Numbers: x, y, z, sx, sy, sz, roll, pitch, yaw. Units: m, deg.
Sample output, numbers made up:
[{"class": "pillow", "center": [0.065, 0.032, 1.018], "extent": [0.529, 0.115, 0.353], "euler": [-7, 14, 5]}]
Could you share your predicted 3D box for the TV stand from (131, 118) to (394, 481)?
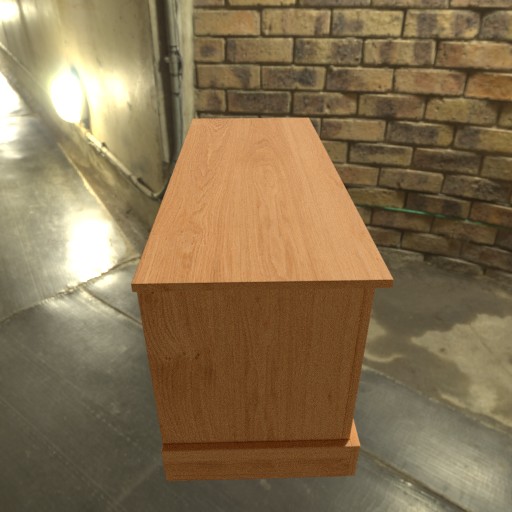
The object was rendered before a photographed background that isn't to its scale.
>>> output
[{"class": "TV stand", "center": [0.000, 0.000, 1.333], "extent": [0.440, 0.550, 1.080], "euler": [-1, 31, -1]}]
